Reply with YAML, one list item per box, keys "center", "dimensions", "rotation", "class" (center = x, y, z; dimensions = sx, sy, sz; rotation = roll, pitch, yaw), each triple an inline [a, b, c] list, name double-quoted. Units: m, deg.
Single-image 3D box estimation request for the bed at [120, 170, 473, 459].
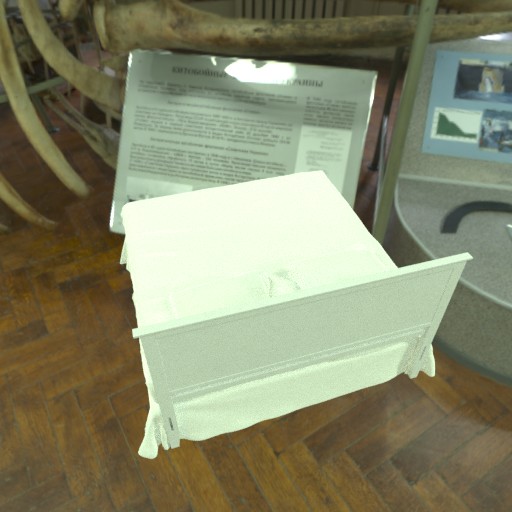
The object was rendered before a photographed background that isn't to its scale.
- center: [0.000, 0.000, 3.608]
  dimensions: [2.317, 1.273, 2.215]
  rotation: [-12, 43, -13]
  class: "bed"
